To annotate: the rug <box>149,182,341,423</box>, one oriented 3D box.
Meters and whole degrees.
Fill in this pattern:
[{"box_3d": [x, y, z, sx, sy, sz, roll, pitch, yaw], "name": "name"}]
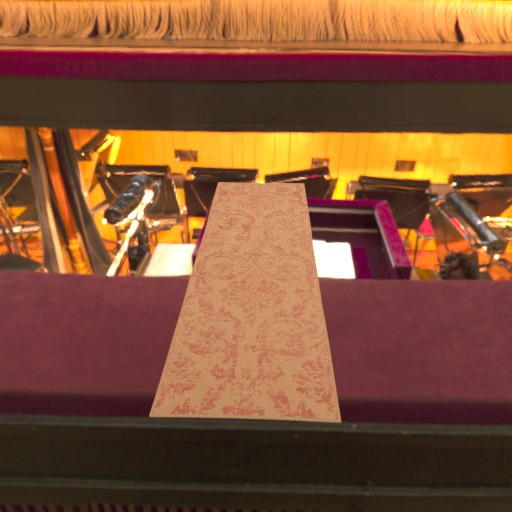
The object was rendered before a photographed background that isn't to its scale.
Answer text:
[{"box_3d": [0.000, 0.000, 2.463, 0.662, 0.011, 2.196, 1, 31, 2], "name": "rug"}]
